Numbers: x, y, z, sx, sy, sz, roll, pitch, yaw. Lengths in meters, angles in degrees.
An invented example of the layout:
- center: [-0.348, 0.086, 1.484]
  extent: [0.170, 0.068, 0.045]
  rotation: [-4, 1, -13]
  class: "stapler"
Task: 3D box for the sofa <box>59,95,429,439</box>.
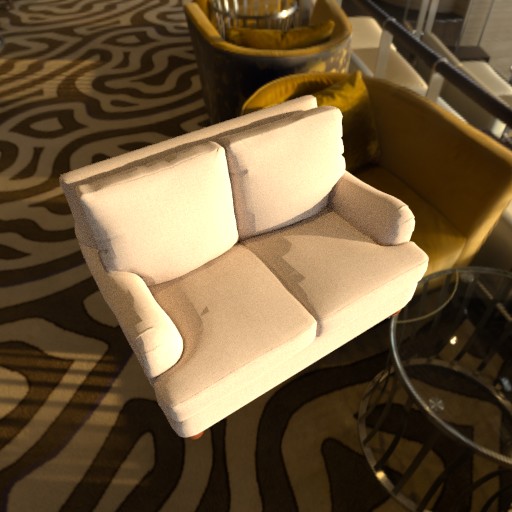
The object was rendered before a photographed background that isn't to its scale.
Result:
- center: [0.000, 0.000, 2.269]
  extent: [1.508, 1.048, 1.087]
  rotation: [-25, 51, -22]
  class: "sofa"
